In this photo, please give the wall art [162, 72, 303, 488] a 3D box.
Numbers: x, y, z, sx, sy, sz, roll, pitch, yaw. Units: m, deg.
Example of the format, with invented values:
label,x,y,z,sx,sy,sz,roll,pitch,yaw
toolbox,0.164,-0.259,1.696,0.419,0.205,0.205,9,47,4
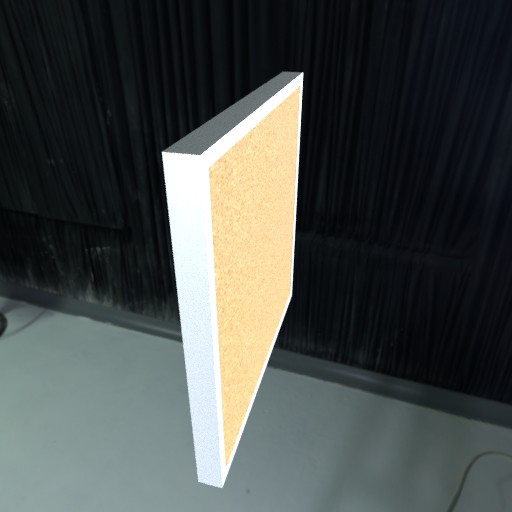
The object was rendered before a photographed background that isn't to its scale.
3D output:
label,x,y,z,sx,sy,sz,roll,pitch,yaw
wall art,0.000,0.000,0.742,0.038,0.505,0.506,8,32,13
